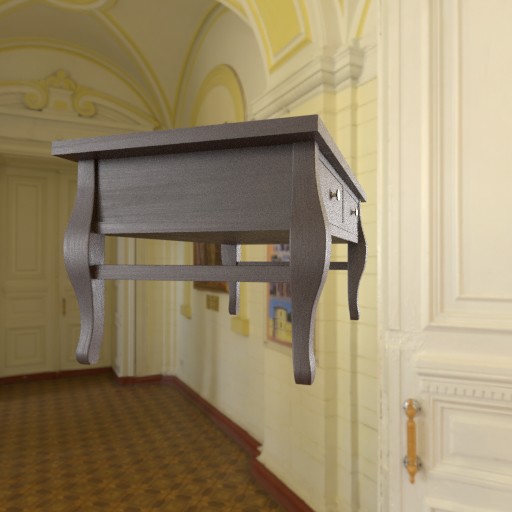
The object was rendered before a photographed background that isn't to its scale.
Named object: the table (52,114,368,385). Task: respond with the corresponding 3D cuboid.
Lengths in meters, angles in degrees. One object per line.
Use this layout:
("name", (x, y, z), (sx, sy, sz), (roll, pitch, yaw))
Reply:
("table", (0.000, 0.000, 1.373), (0.600, 0.494, 1.062), (0, 0, 18))
